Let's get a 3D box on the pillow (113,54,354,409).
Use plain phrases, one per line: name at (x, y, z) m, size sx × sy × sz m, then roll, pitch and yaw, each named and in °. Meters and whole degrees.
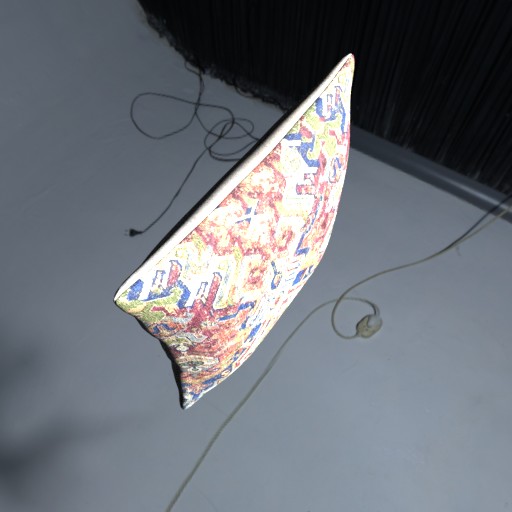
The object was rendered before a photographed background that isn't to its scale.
pillow at (0.000, 0.000, 0.794) m, size 0.166 × 0.506 × 0.523 m, roll 32°, pitch 65°, yaw 17°
